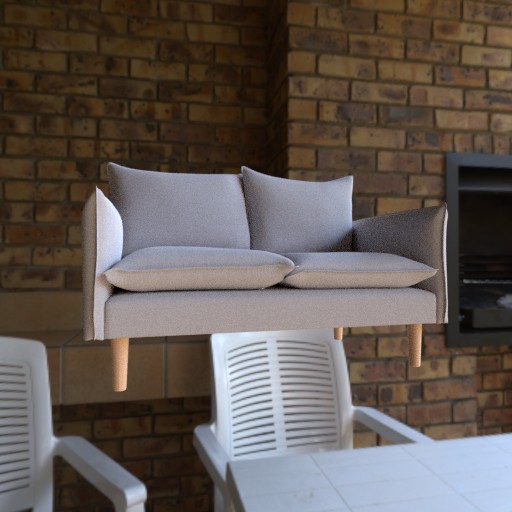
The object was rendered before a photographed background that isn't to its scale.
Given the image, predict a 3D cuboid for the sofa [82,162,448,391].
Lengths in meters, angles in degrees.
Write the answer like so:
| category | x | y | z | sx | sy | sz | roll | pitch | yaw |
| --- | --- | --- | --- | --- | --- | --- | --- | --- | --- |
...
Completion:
| category | x | y | z | sx | sy | sz | roll | pitch | yaw |
| --- | --- | --- | --- | --- | --- | --- | --- | --- | --- |
| sofa | 0.000 | 0.000 | 1.814 | 1.300 | 0.840 | 0.820 | 0 | -1 | -17 |
